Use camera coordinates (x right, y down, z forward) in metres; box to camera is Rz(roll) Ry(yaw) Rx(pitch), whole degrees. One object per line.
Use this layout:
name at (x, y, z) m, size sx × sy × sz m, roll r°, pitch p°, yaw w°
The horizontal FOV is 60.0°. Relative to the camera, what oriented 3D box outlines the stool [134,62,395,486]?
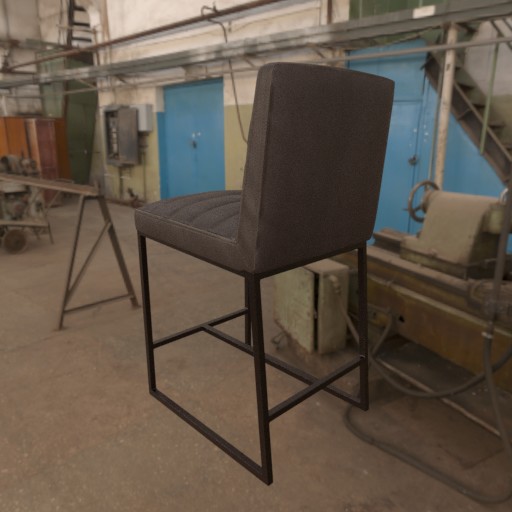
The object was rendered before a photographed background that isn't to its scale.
stool at (0.000, 0.000, 1.258) m, size 0.463 × 0.946 × 0.562 m, roll -15°, pitch 22°, yaw -42°
